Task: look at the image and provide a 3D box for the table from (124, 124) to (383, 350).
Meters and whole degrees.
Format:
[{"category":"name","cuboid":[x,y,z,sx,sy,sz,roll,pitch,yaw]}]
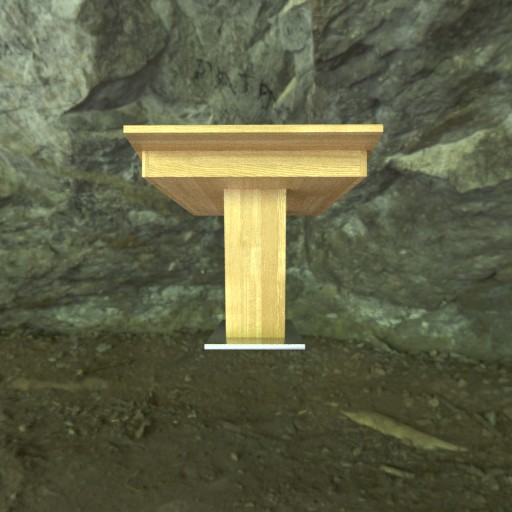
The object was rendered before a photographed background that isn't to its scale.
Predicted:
[{"category":"table","cuboid":[0.000,0.000,2.108,0.900,0.748,1.598,0,-1,1]}]
